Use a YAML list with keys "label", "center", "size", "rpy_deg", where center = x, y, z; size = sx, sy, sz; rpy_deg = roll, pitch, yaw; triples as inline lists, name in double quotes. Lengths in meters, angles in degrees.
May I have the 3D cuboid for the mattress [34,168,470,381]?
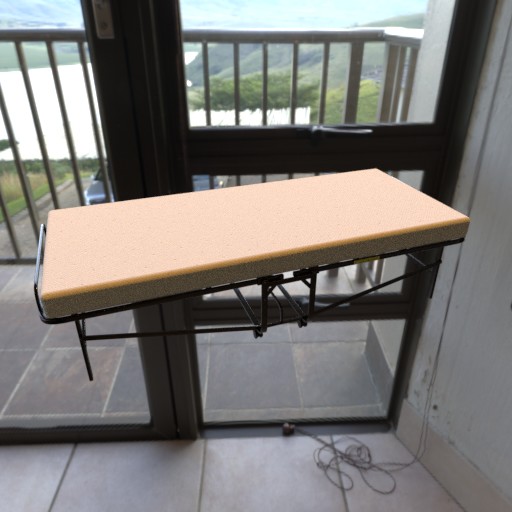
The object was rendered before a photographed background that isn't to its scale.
- label: "mattress"
  center: [0.000, 0.000, 2.484]
  size: [2.153, 0.519, 0.922]
  rpy_deg: [-10, 31, -18]
